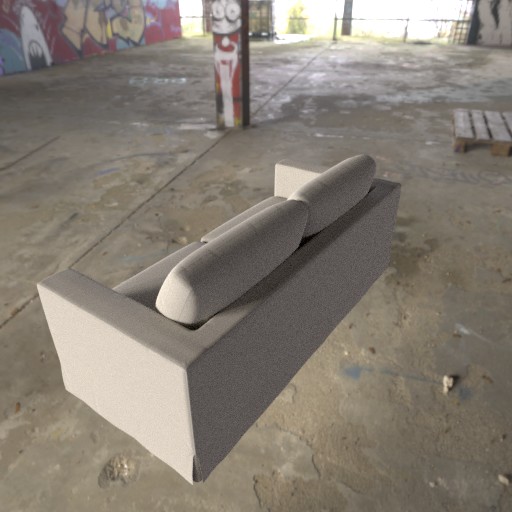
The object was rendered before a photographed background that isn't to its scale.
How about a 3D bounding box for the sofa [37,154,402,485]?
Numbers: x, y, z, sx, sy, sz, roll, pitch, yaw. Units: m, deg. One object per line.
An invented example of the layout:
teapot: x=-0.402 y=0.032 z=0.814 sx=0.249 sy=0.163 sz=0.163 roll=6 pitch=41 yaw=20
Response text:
sofa: x=0.000 y=0.000 z=2.616 sx=0.954 sy=0.881 sz=2.163 roll=20 pitch=37 yaw=30
